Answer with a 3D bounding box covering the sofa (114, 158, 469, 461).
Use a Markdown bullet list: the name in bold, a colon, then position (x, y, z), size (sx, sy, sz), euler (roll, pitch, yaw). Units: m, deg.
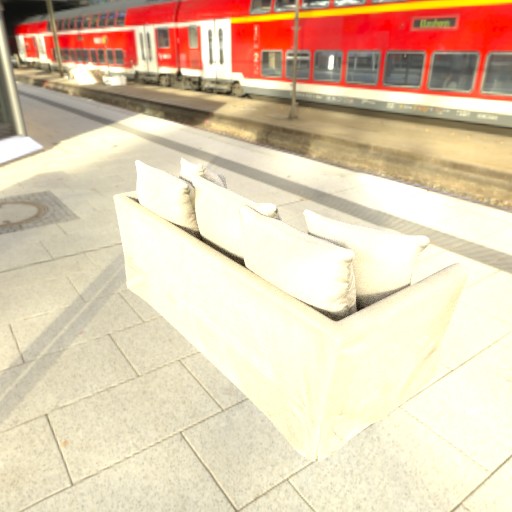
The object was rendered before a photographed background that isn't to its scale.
- **sofa**: position (0.000, 0.000, 2.877), size (1.031, 1.034, 2.290), euler (-18, 31, -34)
